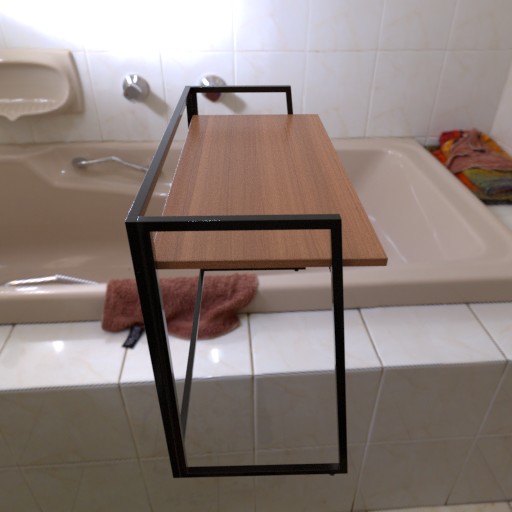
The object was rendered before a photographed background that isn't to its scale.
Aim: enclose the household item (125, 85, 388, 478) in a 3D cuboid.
[{"bbox_3d":[0.000,0.000,1.489,0.510,0.860,1.050,-1,34,-1],"label":"household item"}]
